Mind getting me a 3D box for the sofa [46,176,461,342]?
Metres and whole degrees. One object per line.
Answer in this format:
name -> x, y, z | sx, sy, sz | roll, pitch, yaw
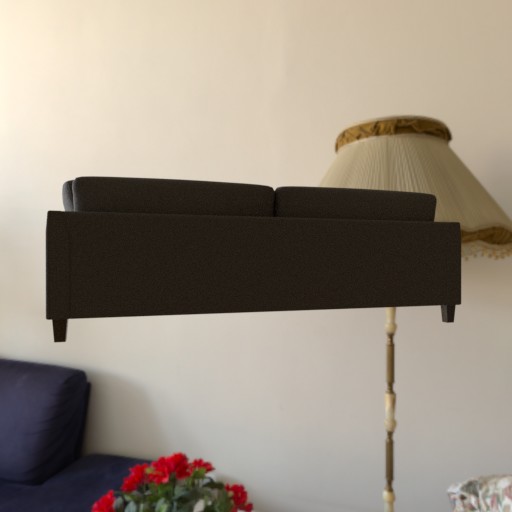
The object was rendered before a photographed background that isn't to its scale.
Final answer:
sofa -> 0.000, 0.000, 2.762 | 2.312, 0.792, 0.969 | 0, 0, -17
